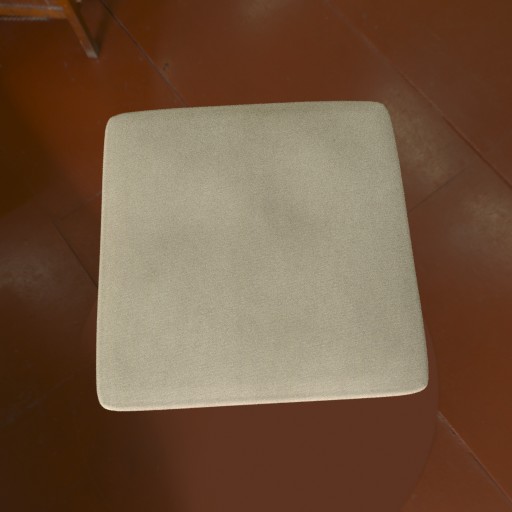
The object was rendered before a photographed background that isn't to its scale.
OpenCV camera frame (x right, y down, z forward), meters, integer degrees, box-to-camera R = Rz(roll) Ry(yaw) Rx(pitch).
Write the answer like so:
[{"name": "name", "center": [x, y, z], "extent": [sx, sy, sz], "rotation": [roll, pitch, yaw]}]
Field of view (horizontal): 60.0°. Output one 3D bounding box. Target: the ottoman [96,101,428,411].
[{"name": "ottoman", "center": [0.000, 0.000, 1.344], "extent": [0.843, 0.441, 0.842], "rotation": [-3, 75, -1]}]
